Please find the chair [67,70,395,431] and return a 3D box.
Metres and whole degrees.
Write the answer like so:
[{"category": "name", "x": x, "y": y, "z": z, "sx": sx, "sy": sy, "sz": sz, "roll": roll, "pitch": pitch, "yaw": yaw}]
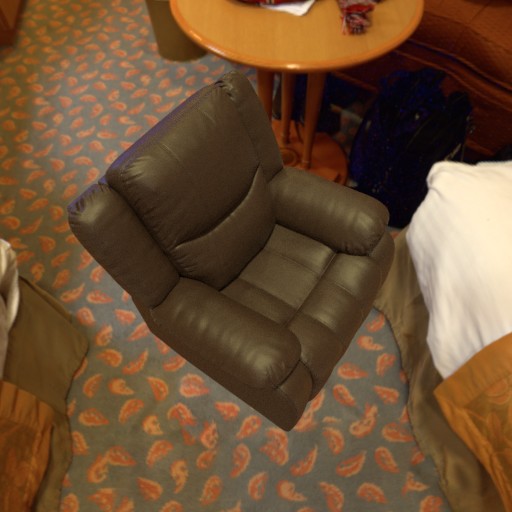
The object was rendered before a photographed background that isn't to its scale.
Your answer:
[{"category": "chair", "x": 0.000, "y": 0.000, "z": 1.735, "sx": 0.934, "sy": 1.009, "sz": 0.899, "roll": 31, "pitch": 63, "yaw": 18}]
